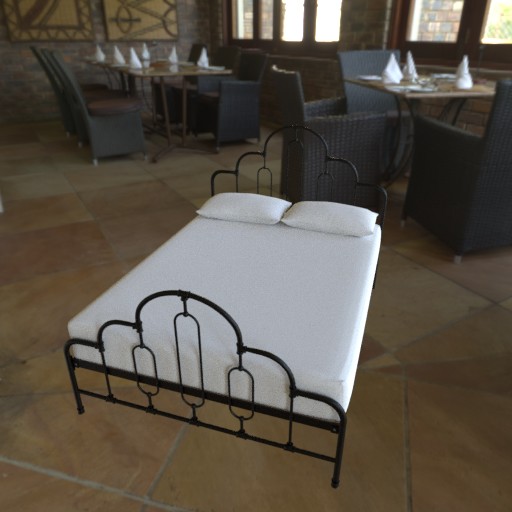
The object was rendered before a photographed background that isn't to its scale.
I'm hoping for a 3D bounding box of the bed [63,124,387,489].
[{"bbox_3d":[0.000,0.000,3.132,1.626,1.444,2.181,8,28,16],"label":"bed"}]
